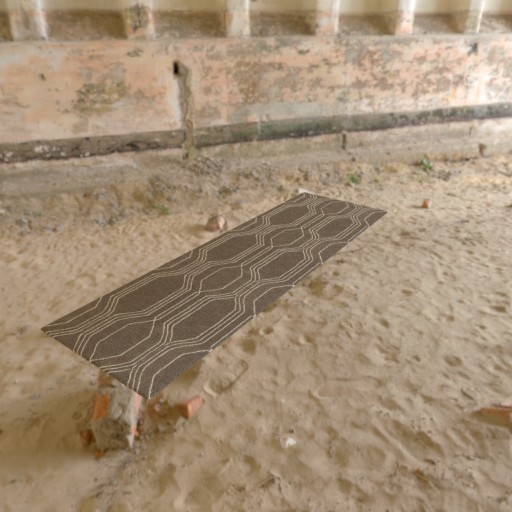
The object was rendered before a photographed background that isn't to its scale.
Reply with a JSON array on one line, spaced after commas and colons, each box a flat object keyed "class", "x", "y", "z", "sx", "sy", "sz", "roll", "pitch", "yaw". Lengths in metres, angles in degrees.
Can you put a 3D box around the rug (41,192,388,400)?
[{"class": "rug", "x": 0.000, "y": 0.000, "z": 2.814, "sx": 0.773, "sy": 0.012, "sz": 2.464, "roll": 19, "pitch": 33, "yaw": 32}]
